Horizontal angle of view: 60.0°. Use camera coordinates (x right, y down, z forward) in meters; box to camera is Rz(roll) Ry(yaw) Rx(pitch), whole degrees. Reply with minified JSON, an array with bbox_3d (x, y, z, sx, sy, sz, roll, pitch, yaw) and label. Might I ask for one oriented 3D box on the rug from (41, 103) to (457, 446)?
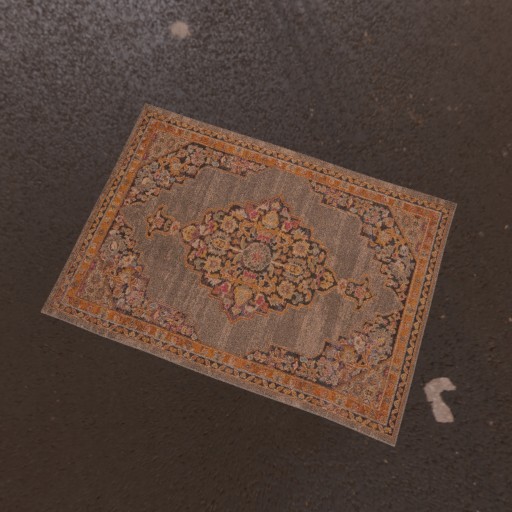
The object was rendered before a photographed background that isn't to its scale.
[{"bbox_3d":[0.000,0.000,3.638,2.901,0.026,2.043,19,75,5],"label":"rug"}]
